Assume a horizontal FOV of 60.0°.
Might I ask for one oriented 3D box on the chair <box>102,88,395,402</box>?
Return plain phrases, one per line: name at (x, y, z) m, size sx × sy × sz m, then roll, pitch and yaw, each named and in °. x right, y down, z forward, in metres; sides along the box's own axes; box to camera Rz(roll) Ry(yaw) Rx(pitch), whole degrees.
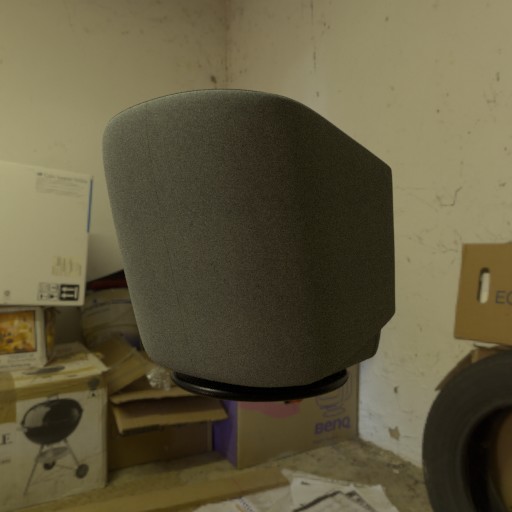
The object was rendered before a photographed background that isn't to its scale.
chair at (0.000, 0.000, 1.594) m, size 0.822 × 0.861 × 0.986 m, roll 0°, pitch 0°, yaw 37°
